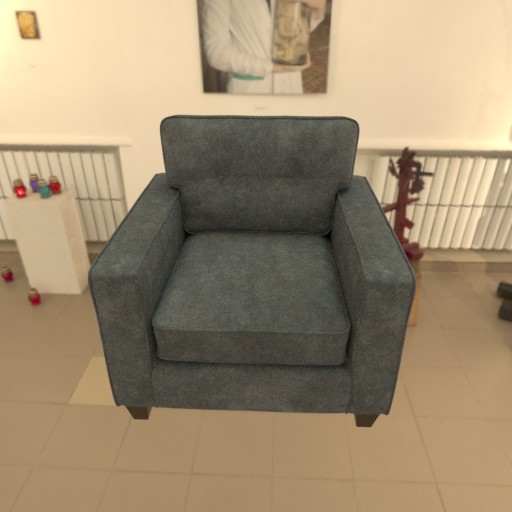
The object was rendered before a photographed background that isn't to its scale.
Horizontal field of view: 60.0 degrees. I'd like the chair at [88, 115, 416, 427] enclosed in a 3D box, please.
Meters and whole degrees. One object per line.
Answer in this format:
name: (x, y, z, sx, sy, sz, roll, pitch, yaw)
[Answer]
chair: (0.000, 0.000, 1.779, 1.015, 0.965, 0.939, 1, 30, 2)
